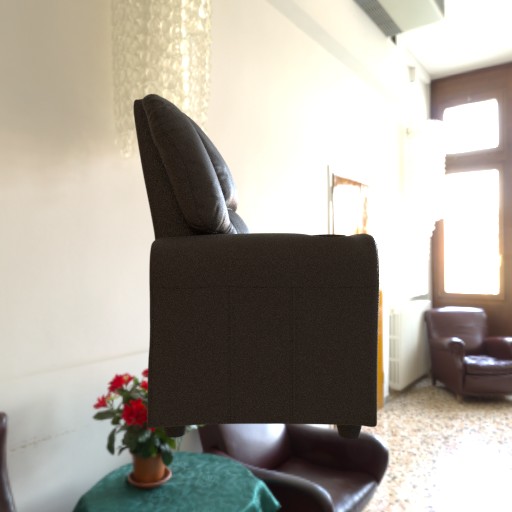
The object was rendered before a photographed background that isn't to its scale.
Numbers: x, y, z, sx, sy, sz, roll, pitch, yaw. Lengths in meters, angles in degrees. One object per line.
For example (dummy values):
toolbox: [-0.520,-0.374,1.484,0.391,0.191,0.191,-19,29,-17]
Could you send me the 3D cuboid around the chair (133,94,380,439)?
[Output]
chair: [0.000,0.000,1.114,0.521,0.709,0.610,0,-1,1]
